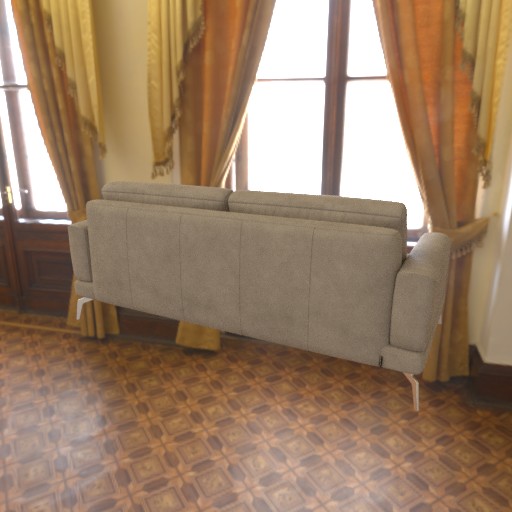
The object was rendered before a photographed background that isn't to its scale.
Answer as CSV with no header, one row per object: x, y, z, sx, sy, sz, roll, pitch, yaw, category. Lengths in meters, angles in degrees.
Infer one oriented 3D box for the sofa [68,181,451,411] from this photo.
0.000,0.000,2.548,2.013,0.830,0.980,8,18,26,sofa
